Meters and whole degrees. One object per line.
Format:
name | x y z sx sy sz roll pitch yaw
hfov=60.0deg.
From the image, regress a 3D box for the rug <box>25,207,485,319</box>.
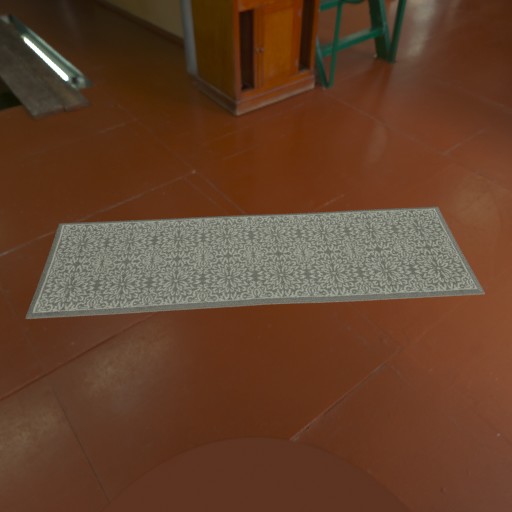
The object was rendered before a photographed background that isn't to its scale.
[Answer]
rug | 0.000 0.000 2.339 2.196 0.011 0.662 -3 46 -3
